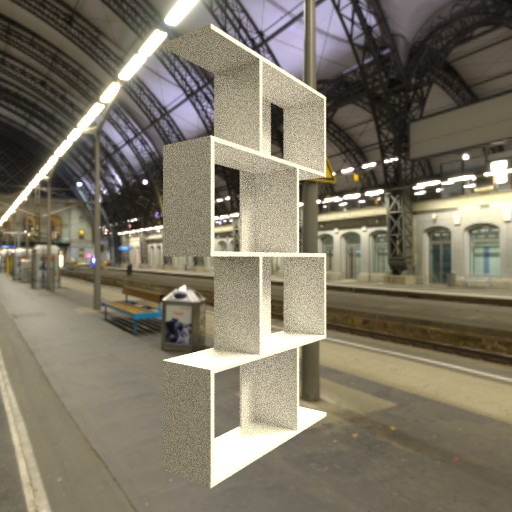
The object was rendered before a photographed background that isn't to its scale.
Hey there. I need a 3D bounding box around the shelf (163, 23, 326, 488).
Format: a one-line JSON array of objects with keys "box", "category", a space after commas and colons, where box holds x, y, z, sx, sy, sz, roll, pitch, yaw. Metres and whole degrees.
[{"box": [0.000, 0.000, 2.006, 0.250, 1.650, 0.890, 0, 0, 36], "category": "shelf"}]
